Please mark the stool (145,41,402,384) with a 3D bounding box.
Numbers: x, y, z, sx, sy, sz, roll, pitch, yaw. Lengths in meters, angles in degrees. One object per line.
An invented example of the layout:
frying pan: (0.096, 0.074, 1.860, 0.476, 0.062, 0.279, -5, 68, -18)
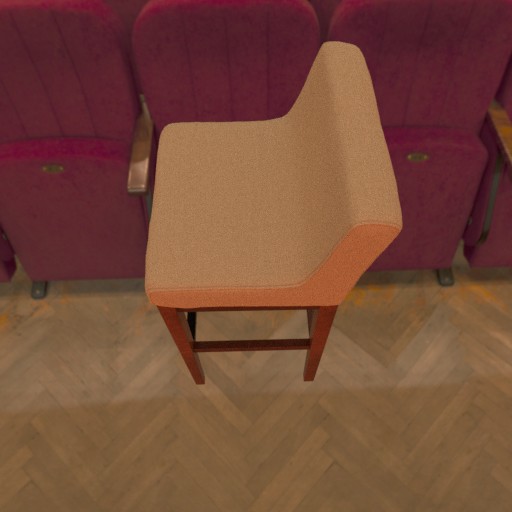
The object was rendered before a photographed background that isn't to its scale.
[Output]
stool: (0.000, 0.000, 1.293, 0.500, 1.037, 0.511, -1, 59, -1)
